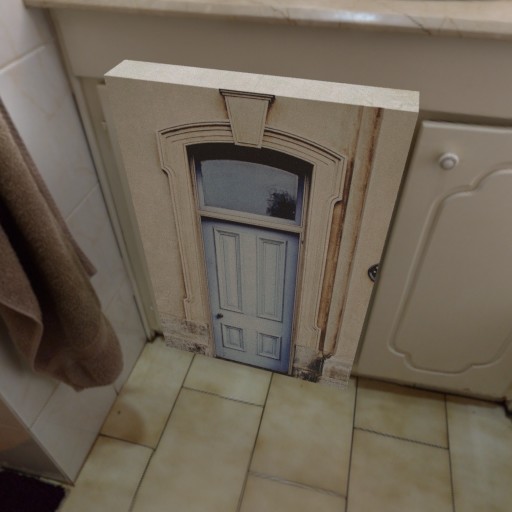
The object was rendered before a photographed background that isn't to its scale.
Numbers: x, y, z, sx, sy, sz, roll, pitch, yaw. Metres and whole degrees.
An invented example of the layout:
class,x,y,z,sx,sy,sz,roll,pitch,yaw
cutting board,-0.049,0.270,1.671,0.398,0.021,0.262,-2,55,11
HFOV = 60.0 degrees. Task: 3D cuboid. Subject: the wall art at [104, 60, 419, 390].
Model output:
class,x,y,z,sx,sy,sz,roll,pitch,yaw
wall art,0.000,0.000,0.487,0.254,0.381,0.038,11,44,12
